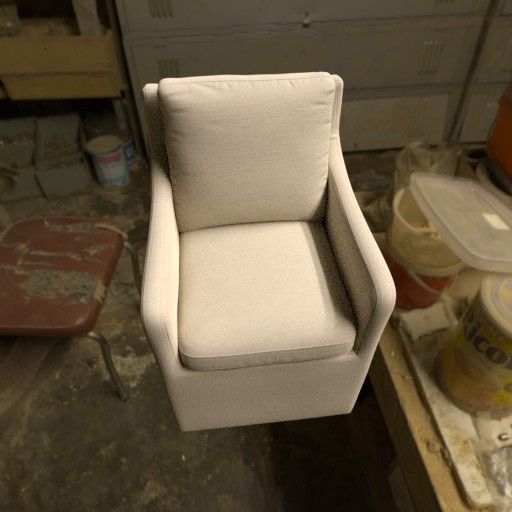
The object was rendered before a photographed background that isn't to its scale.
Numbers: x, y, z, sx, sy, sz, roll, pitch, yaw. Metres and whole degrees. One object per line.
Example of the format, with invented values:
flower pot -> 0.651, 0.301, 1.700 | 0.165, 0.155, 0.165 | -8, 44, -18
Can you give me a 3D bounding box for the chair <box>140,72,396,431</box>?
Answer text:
chair -> 0.000, 0.000, 1.355 | 0.626, 0.914, 0.694 | -5, 46, -4
